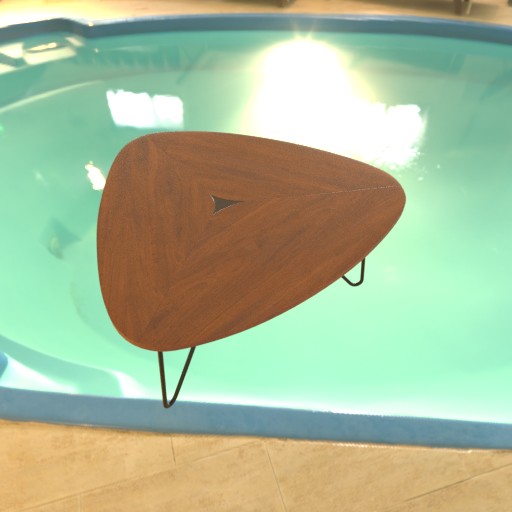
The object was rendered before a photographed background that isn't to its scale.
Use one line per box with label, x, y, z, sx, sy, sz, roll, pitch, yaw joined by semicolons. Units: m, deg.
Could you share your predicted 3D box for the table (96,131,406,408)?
table;0.000;0.000;1.326;0.821;0.413;0.833;-7;45;-7
